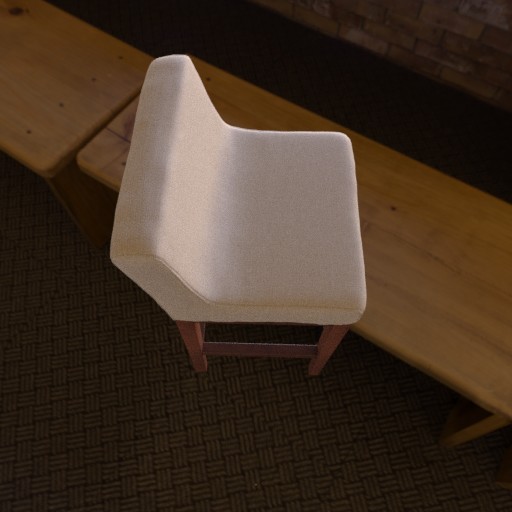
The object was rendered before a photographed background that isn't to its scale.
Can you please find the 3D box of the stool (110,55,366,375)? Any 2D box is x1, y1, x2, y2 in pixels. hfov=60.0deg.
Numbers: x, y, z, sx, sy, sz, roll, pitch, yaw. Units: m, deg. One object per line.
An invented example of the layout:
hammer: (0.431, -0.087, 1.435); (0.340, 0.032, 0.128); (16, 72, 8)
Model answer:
stool: (0.000, 0.000, 1.256); (0.500, 0.937, 0.511); (2, 63, 1)
